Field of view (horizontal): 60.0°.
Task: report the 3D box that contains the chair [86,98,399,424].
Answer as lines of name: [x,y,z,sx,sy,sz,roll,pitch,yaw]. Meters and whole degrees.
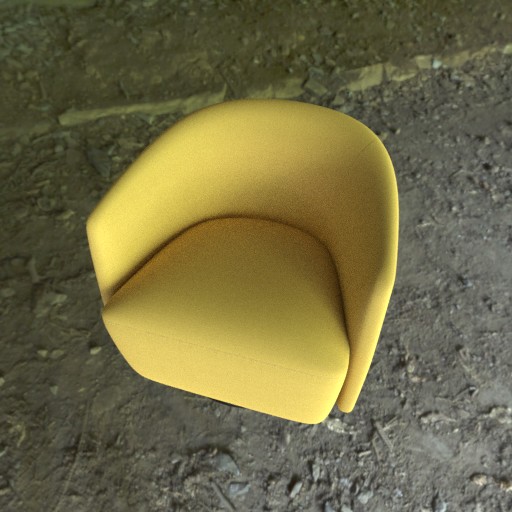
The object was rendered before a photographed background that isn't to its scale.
chair: [0.000,0.000,1.359,0.773,0.698,0.767,12,43,13]
